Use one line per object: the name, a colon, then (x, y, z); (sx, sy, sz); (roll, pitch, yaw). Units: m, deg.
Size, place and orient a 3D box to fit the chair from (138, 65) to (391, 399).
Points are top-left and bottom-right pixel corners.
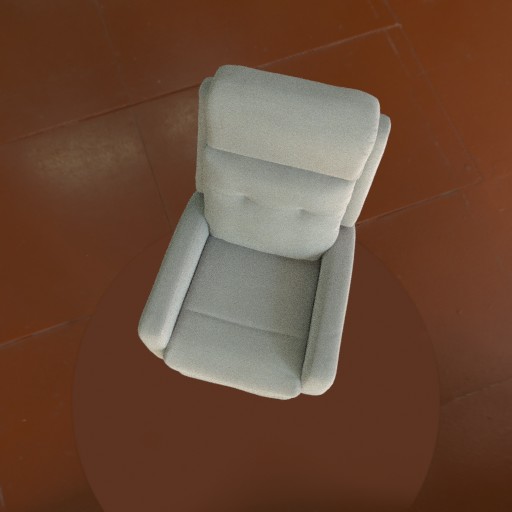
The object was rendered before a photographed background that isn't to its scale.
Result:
chair: (0.000, 0.000, 1.765); (0.798, 1.013, 1.043); (14, 75, 4)
